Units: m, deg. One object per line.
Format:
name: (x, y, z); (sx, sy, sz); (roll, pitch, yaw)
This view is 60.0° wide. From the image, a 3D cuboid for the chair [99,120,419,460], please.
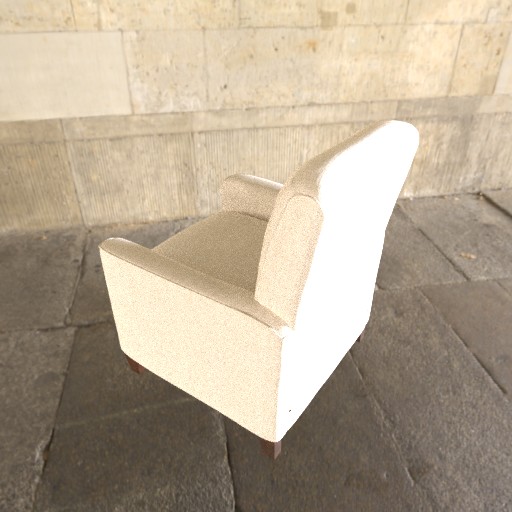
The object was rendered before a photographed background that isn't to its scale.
chair: (0.000, 0.000, 1.666); (0.858, 1.028, 0.841); (21, 38, 29)
